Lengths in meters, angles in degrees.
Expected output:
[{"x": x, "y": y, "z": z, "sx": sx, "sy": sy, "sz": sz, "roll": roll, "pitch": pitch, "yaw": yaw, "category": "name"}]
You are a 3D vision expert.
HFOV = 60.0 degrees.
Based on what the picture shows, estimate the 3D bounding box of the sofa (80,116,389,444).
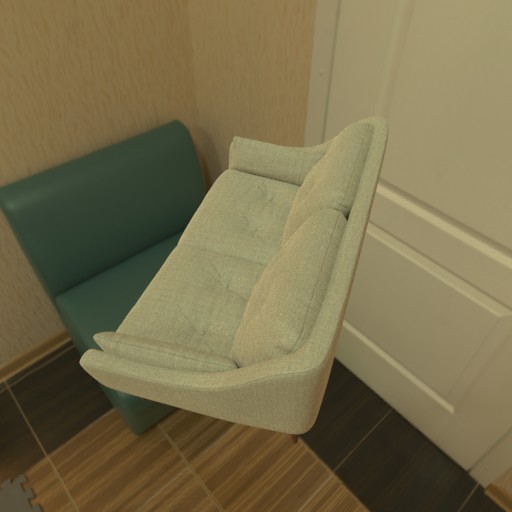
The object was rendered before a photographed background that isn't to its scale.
[{"x": 0.000, "y": 0.000, "z": 2.182, "sx": 0.965, "sy": 0.888, "sz": 1.652, "roll": 14, "pitch": 48, "yaw": 13, "category": "sofa"}]
